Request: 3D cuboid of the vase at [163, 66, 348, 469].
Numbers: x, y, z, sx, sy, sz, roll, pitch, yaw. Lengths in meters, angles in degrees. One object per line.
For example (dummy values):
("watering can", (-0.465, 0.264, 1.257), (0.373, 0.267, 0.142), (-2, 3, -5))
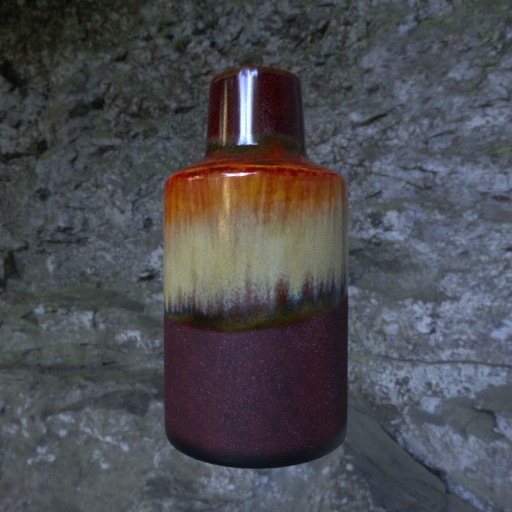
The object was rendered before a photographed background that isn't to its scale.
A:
("vase", (0.000, 0.000, 0.264), (0.108, 0.204, 0.108), (0, 2, 0))
